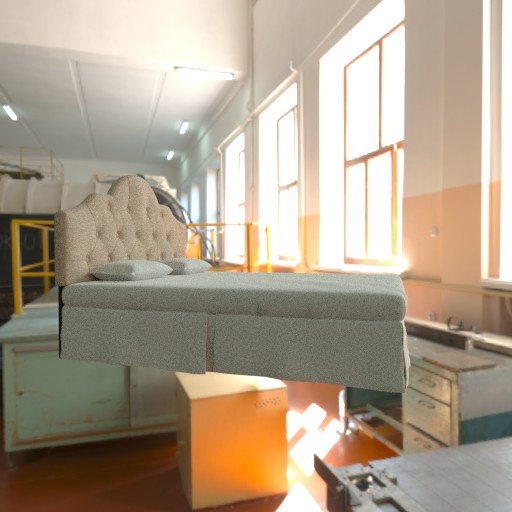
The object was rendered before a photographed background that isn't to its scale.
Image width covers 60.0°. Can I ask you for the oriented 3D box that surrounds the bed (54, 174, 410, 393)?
[{"bbox_3d":[0.000,0.000,3.021,1.970,1.194,1.667,0,1,17],"label":"bed"}]
